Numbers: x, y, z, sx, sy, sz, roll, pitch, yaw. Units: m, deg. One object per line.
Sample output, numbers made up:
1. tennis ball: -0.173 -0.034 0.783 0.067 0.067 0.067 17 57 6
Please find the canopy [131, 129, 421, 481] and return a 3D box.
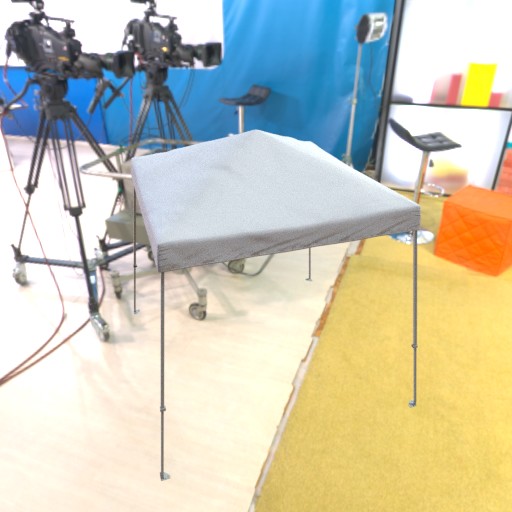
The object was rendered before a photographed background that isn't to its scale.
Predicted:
1. canopy: 0.000 0.000 5.064 2.849 2.850 2.850 -9 30 -16
